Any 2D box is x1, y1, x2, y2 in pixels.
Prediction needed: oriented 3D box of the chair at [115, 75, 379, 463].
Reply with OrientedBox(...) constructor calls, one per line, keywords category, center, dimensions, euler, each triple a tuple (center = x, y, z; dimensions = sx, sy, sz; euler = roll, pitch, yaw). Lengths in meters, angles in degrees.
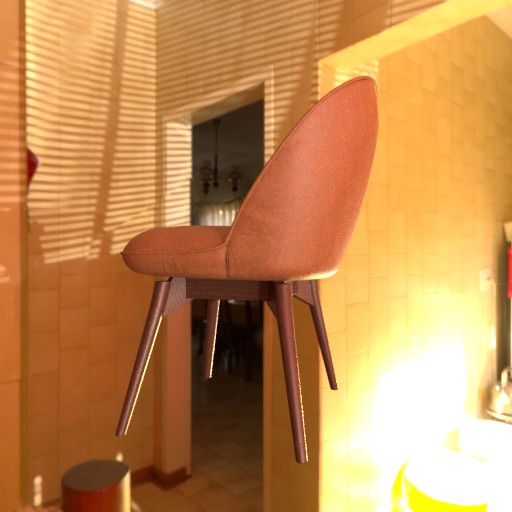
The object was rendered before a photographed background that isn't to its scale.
OrientedBox(category="chair", center=(0.000, 0.000, 1.191), dimensions=(0.631, 0.831, 0.521), euler=(0, 1, 18))
